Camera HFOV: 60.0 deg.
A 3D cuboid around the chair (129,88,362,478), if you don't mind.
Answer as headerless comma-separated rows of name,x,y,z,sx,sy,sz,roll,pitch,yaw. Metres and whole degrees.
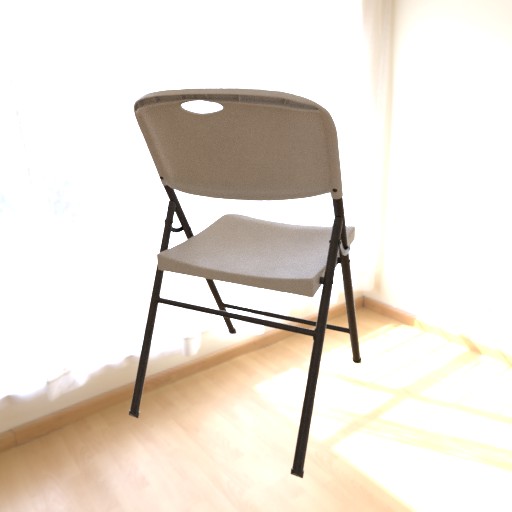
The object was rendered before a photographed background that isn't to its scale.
chair,0.000,0.000,1.183,0.494,0.810,0.566,8,19,25
